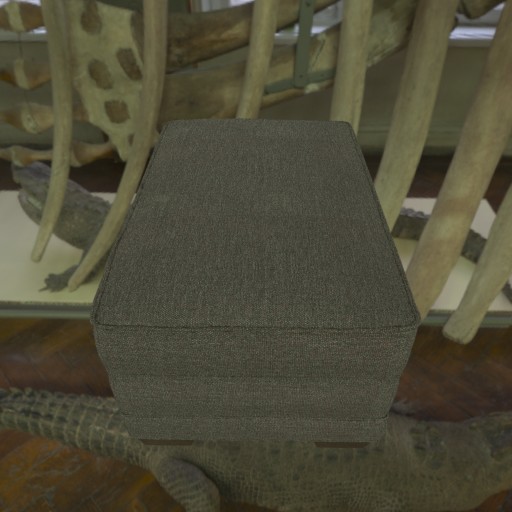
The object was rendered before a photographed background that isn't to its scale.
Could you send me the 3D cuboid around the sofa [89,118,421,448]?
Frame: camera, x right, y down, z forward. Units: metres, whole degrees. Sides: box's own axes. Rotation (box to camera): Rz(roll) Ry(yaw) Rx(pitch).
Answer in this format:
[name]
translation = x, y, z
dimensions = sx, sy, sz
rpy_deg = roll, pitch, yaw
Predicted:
[sofa]
translation = 0.000, 0.000, 1.186
dimensions = 0.578, 0.457, 0.854
rpy_deg = 1, 40, 1
